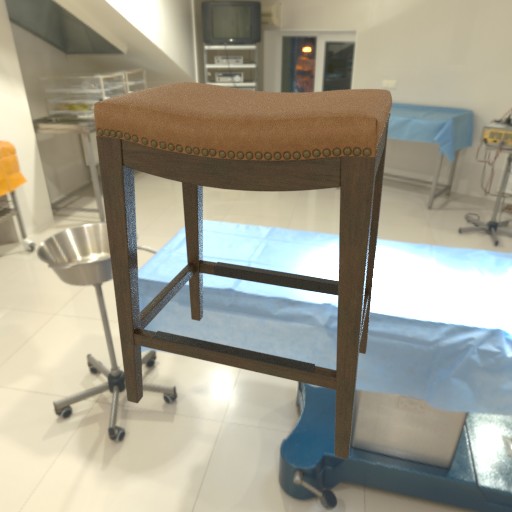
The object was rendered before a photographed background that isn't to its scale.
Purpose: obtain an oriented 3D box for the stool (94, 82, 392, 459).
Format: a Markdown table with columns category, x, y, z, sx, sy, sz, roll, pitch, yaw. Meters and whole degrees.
| category | x | y | z | sx | sy | sz | roll | pitch | yaw |
| --- | --- | --- | --- | --- | --- | --- | --- | --- | --- |
| stool | 0.000 | 0.000 | 0.948 | 0.500 | 0.660 | 0.361 | 8 | 28 | 16 |
